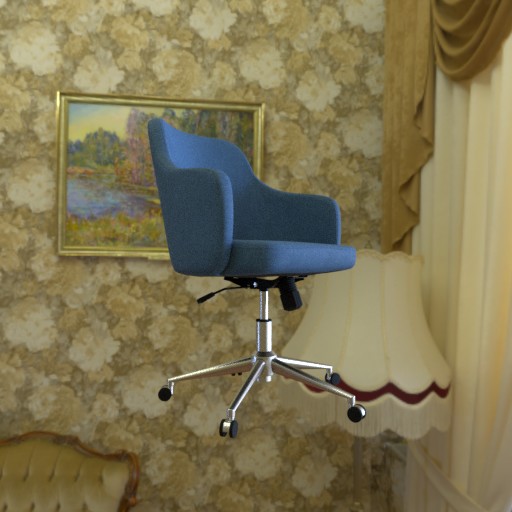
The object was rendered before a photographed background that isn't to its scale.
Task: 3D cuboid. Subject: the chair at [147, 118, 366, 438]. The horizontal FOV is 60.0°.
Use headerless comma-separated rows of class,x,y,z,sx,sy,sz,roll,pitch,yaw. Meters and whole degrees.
chair,0.000,0.000,1.284,0.655,0.820,0.599,0,-1,36
